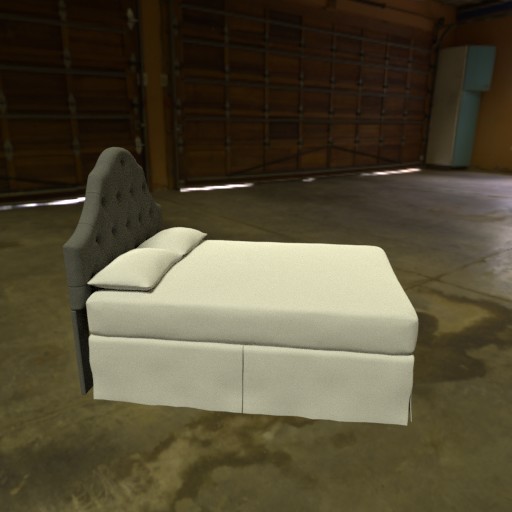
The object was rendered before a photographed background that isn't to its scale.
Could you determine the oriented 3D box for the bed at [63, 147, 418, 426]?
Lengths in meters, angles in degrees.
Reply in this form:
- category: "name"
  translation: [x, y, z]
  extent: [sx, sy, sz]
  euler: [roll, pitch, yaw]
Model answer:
- category: "bed"
  translation: [0.000, 0.000, 3.327]
  extent: [2.155, 1.575, 1.636]
  euler: [2, 16, 7]
